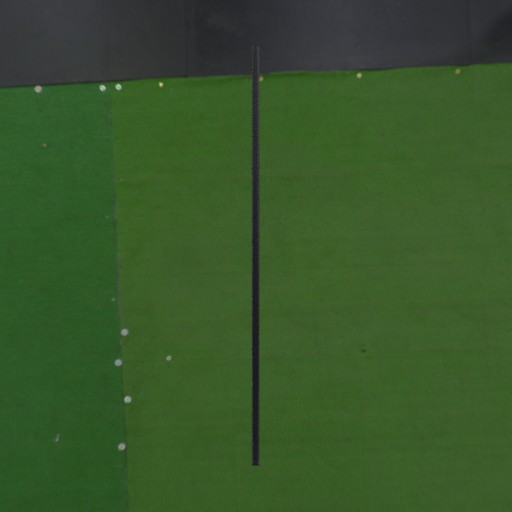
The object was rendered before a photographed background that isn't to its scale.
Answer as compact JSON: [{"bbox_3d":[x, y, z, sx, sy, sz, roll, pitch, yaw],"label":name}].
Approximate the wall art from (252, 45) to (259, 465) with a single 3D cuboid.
[{"bbox_3d":[0.000,0.000,1.230,0.013,0.967,0.707,0,90,0],"label":"wall art"}]
